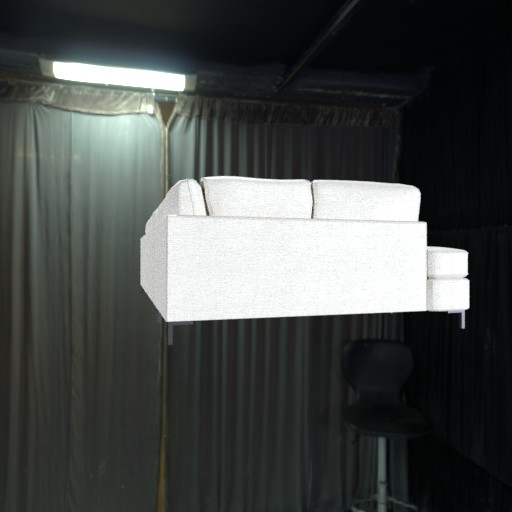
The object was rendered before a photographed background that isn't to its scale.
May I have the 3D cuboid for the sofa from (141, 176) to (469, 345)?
[{"bbox_3d":[0.000,0.000,4.334,2.048,0.996,3.384,0,0,-17],"label":"sofa"}]
